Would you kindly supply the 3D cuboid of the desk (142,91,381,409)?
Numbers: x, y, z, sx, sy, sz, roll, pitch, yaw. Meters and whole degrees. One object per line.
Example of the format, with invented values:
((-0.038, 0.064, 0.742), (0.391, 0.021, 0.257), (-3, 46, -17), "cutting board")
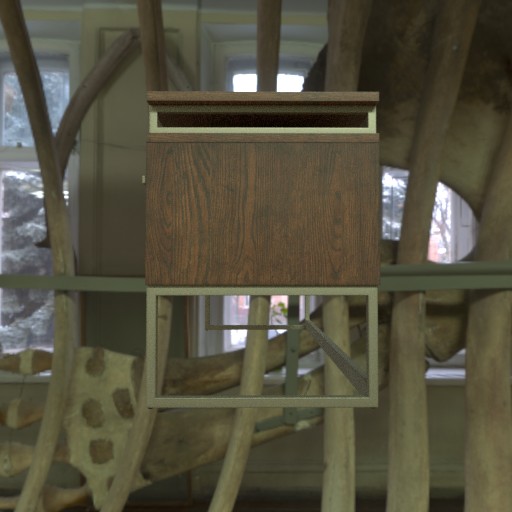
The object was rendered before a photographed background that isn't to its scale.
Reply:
((0.000, 0.000, 1.791), (0.610, 0.792, 1.384), (0, -1, 0), "desk")
